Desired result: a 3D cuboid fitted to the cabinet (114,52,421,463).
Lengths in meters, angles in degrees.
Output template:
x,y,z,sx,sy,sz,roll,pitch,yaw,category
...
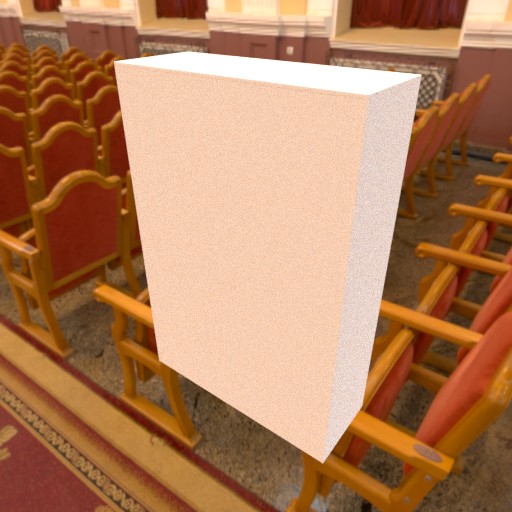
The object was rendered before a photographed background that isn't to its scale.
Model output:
x,y,z,sx,sy,sz,roll,pitch,yaw,category
0.000,0.000,2.416,1.290,1.910,0.510,21,37,31,cabinet
